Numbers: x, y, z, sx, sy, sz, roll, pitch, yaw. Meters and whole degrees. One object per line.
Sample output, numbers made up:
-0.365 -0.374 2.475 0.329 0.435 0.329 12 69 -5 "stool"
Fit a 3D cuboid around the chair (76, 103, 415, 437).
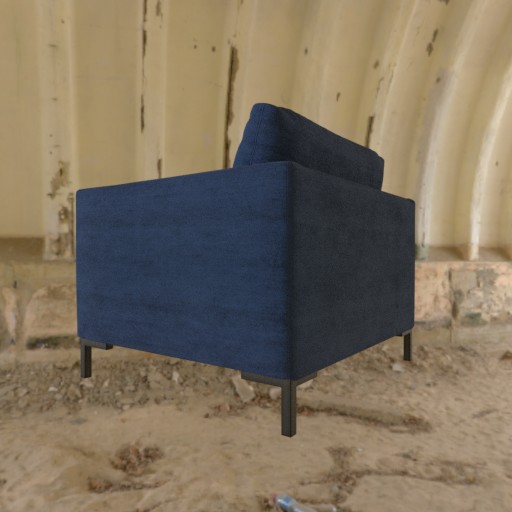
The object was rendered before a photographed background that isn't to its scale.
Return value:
0.000 0.000 1.610 0.875 0.812 0.964 0 1 36 "chair"
